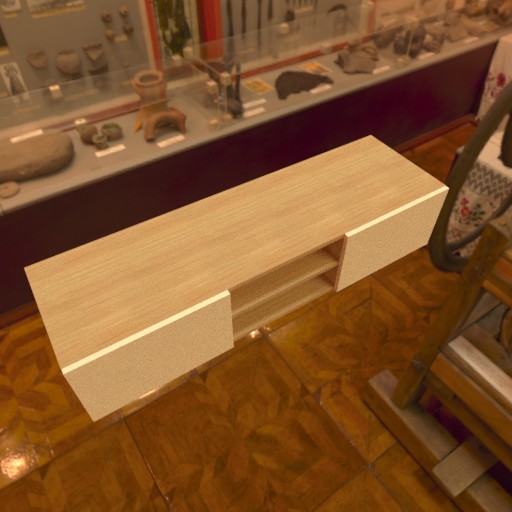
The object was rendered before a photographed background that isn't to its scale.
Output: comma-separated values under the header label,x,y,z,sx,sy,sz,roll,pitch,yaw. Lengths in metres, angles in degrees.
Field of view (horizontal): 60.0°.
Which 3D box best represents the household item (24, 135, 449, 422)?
label,x,y,z,sx,sy,sz,roll,pitch,yaw
household item,0.000,0.000,1.591,1.400,0.310,0.420,-25,51,-21
